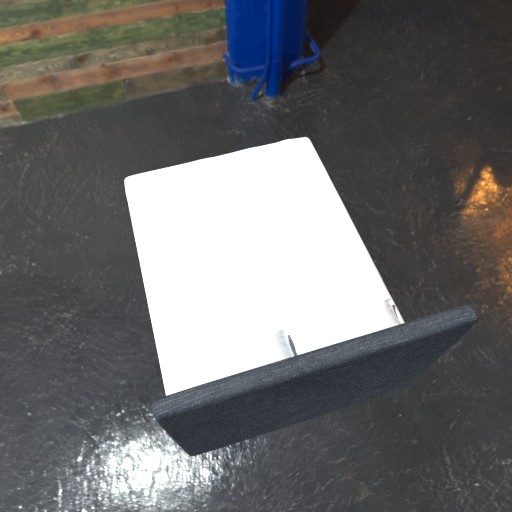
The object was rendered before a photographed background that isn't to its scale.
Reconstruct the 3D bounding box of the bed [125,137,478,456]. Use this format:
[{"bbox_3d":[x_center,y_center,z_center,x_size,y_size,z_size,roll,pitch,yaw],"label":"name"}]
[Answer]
[{"bbox_3d":[0.000,0.000,3.142,1.723,1.330,2.142,-15,60,-9],"label":"bed"}]
